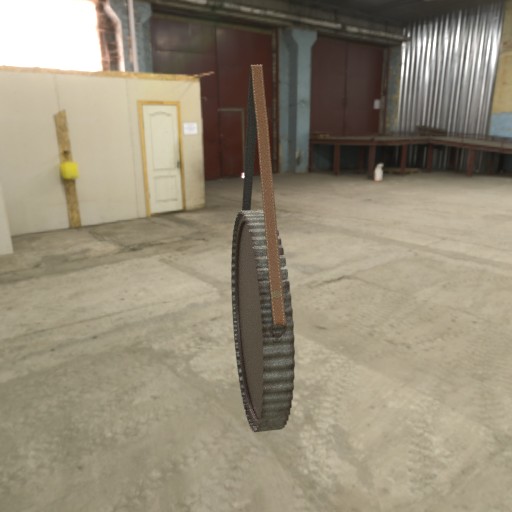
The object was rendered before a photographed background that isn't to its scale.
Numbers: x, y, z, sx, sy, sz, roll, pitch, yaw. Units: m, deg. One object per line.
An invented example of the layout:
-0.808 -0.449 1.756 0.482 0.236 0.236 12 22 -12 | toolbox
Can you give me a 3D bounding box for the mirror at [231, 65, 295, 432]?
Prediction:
0.000 0.000 0.711 0.042 0.568 0.355 -3 16 -10 | mirror
